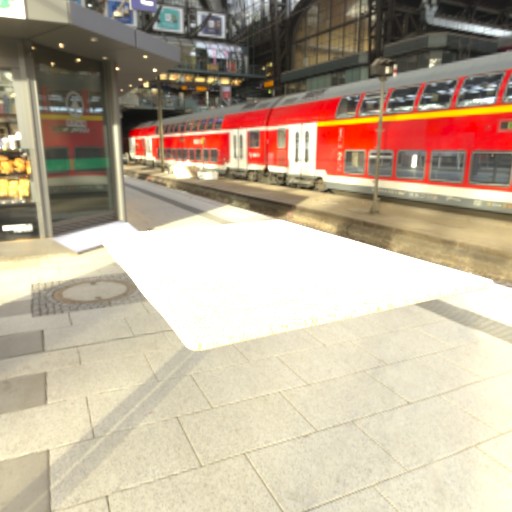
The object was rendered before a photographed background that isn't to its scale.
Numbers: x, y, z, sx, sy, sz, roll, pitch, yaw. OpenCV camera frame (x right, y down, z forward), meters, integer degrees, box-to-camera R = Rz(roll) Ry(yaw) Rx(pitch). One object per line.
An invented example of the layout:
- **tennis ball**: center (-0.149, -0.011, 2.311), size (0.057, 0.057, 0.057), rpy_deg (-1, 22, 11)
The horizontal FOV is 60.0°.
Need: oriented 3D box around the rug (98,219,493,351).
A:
- **rug**: center (0.000, 0.000, 2.087), size (1.200, 0.027, 1.600), rpy_deg (-7, 16, -26)
